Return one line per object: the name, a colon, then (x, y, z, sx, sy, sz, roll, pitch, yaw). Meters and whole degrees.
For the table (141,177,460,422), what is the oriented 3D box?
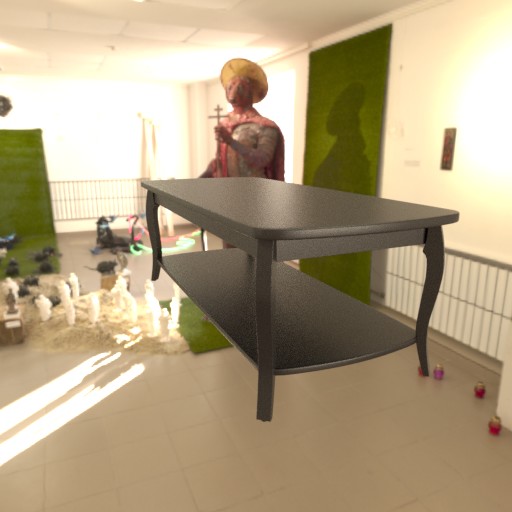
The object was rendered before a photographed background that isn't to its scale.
table: (0.000, 0.000, 1.587, 0.571, 0.457, 1.333, -6, 16, -24)
